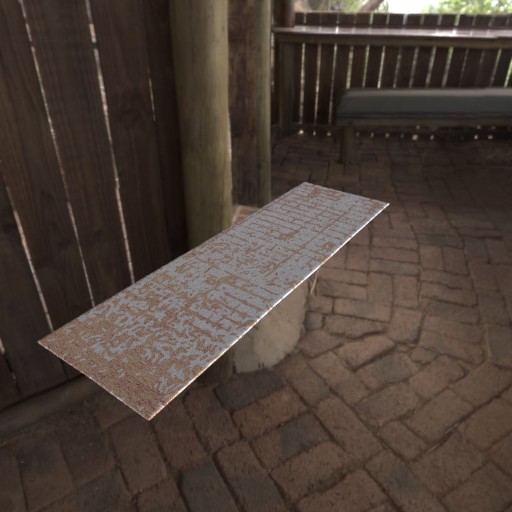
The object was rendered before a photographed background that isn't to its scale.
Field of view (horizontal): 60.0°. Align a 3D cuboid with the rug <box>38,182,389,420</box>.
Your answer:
[{"bbox_3d":[0.000,0.000,2.714,0.750,0.011,2.435,20,37,30],"label":"rug"}]
